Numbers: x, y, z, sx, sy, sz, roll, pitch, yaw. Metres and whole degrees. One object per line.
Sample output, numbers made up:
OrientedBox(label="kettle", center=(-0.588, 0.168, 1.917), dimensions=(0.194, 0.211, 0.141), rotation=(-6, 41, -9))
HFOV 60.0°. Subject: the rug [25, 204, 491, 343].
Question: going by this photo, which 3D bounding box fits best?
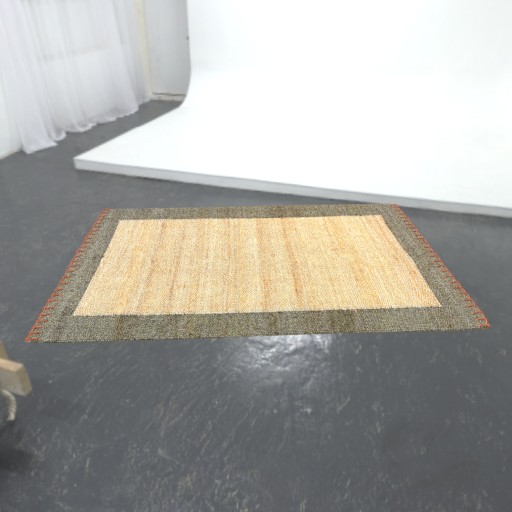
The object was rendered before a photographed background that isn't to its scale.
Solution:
OrientedBox(label="rug", center=(0.000, 0.000, 2.238), dimensions=(1.838, 0.019, 1.220), rotation=(-1, 31, -2))
